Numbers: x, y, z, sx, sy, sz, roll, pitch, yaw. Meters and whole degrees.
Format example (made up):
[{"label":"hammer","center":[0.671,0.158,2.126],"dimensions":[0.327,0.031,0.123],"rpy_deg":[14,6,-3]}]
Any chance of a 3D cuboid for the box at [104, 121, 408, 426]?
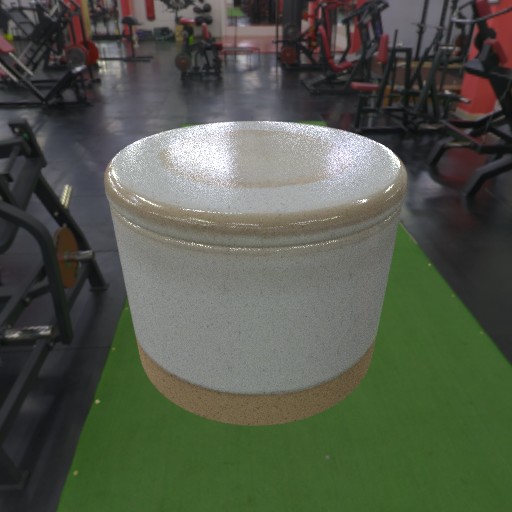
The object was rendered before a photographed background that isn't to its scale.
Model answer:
[{"label":"box","center":[0.000,0.000,0.262],"dimensions":[0.154,0.123,0.154],"rpy_deg":[0,30,0]}]
